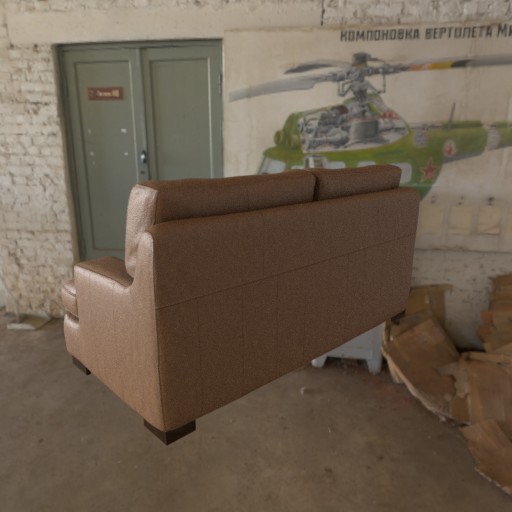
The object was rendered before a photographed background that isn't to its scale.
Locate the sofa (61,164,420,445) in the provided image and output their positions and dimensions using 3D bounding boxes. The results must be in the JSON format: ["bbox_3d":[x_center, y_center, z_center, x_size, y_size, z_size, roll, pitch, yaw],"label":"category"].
[{"bbox_3d":[0.000,0.000,2.448,1.855,0.980,0.962,-14,20,-42],"label":"sofa"}]
